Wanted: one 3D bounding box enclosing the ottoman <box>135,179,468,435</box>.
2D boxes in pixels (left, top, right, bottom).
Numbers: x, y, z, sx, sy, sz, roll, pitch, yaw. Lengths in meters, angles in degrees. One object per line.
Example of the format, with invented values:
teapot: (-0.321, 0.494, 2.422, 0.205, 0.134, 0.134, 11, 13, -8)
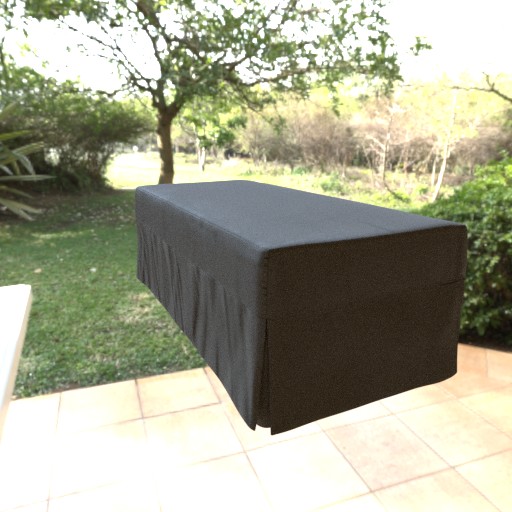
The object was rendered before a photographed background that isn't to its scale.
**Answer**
ottoman: (0.000, 0.000, 1.675, 0.665, 0.457, 1.388, -7, 17, -25)
